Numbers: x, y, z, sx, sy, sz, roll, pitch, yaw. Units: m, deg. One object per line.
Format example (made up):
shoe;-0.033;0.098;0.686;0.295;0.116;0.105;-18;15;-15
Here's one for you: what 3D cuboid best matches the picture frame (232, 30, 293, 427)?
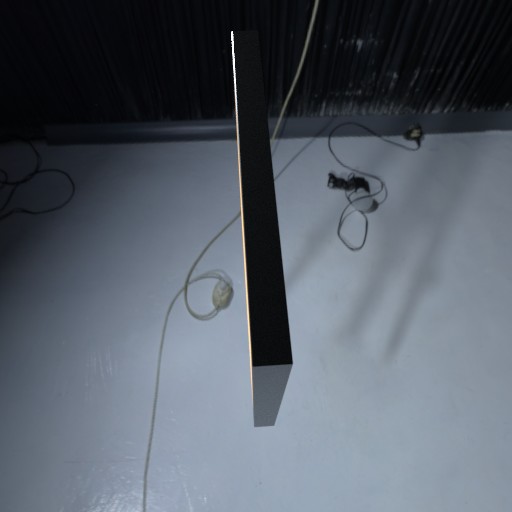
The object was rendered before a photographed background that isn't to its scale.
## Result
picture frame;0.000;0.000;0.544;0.029;0.353;0.355;-3;63;-2
